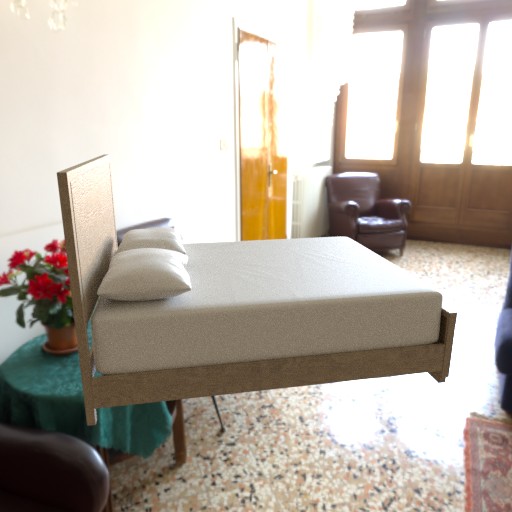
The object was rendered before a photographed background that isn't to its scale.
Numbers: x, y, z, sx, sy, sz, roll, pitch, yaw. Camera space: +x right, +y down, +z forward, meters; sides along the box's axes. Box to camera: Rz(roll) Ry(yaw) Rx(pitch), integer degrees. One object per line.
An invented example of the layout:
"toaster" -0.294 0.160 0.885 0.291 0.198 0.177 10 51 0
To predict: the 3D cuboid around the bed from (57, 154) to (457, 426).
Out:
"bed" 0.000 0.000 3.198 2.189 1.369 1.606 -3 16 -10
